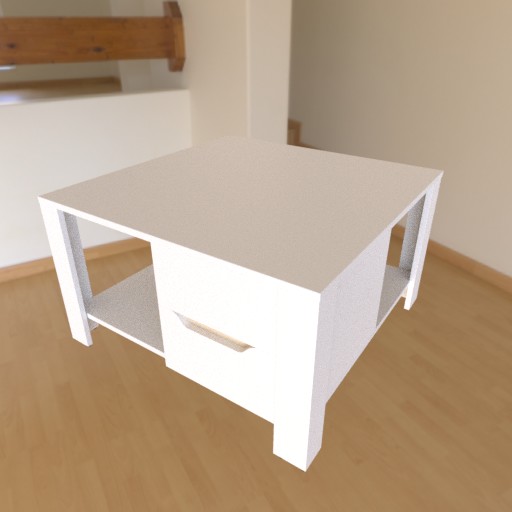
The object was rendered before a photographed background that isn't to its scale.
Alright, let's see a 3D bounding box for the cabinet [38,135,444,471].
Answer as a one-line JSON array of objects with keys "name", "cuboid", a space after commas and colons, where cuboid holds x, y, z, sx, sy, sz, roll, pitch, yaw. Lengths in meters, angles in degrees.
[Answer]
[{"name": "cabinet", "cuboid": [0.000, 0.000, 1.328, 0.800, 0.460, 0.800, 18, 33, 30]}]
